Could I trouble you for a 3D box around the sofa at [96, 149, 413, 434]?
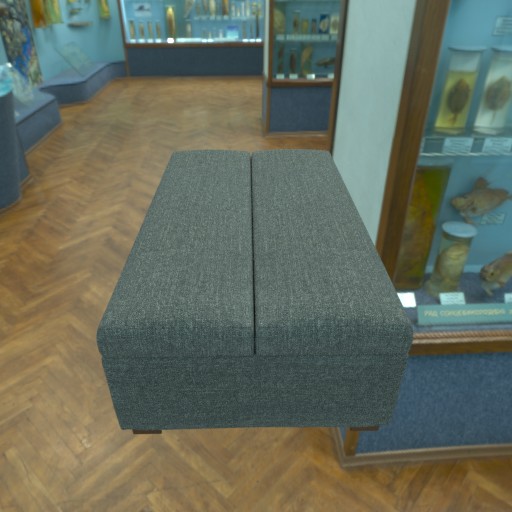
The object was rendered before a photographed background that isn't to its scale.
[{"bbox_3d":[0.000,0.000,1.602,0.782,0.417,1.198,-1,32,-1],"label":"sofa"}]
